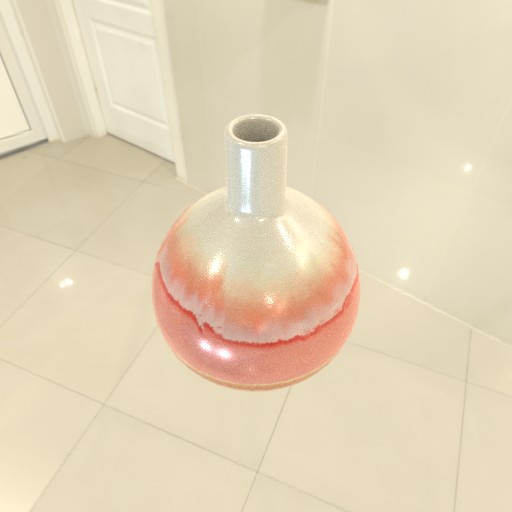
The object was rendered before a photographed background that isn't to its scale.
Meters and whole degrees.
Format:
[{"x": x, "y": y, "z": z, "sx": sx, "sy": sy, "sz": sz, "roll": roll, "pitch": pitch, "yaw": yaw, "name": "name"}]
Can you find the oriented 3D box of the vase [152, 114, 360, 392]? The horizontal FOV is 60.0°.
[{"x": 0.000, "y": 0.000, "z": 0.276, "sx": 0.137, "sy": 0.176, "sz": 0.137, "roll": 0, "pitch": 46, "yaw": 0, "name": "vase"}]
